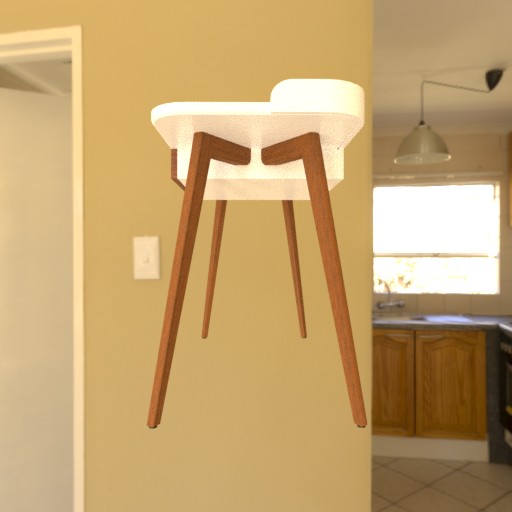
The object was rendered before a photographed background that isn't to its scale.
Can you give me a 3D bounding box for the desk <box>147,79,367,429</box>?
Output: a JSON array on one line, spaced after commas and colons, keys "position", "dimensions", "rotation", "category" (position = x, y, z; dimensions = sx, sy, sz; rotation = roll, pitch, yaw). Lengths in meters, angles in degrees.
[{"position": [0.000, 0.000, 1.612], "dimensions": [0.534, 0.807, 1.206], "rotation": [0, 0, -1], "category": "desk"}]
